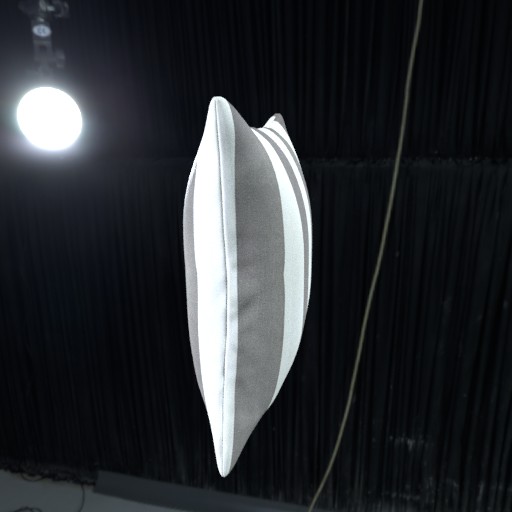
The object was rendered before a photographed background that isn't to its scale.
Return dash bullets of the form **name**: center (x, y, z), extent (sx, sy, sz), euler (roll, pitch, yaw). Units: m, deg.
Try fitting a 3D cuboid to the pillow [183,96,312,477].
- **pillow**: center (0.000, 0.000, 0.794), extent (0.192, 0.507, 0.522), euler (3, 16, 10)
